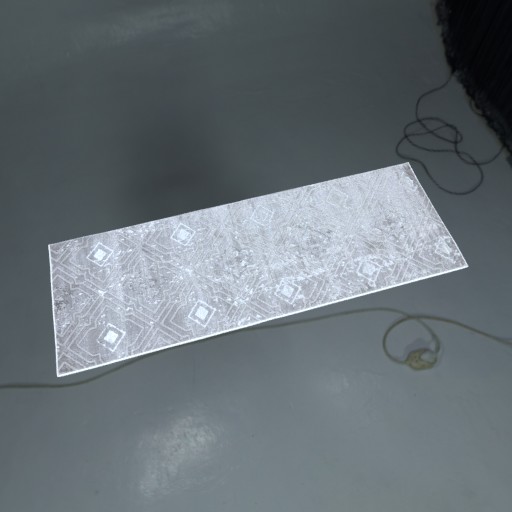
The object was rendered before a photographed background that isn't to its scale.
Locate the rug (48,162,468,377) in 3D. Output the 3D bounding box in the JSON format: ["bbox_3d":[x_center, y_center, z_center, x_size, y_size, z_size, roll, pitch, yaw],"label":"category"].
[{"bbox_3d":[0.000,0.000,2.655,2.381,0.035,0.832,-14,62,-8],"label":"rug"}]
